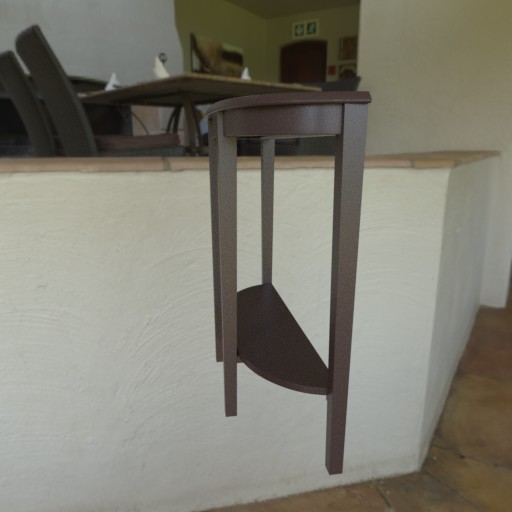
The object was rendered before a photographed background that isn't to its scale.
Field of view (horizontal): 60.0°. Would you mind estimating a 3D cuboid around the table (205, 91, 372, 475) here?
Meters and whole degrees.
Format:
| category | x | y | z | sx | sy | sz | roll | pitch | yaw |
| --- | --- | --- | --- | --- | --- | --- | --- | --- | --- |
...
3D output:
| category | x | y | z | sx | sy | sz | roll | pitch | yaw |
| --- | --- | --- | --- | --- | --- | --- | --- | --- | --- |
| table | 0.000 | 0.000 | 1.312 | 0.274 | 0.831 | 0.909 | -2 | 14 | -9 |
